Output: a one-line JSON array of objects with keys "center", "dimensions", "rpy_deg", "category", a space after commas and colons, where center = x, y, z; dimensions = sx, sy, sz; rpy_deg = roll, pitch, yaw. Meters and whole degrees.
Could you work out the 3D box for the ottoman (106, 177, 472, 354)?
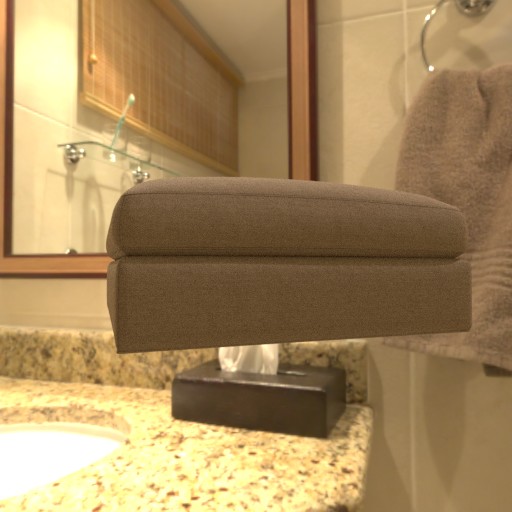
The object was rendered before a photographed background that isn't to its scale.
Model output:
[{"center": [0.000, 0.000, 1.637], "dimensions": [1.041, 0.470, 1.041], "rpy_deg": [0, -1, -20], "category": "ottoman"}]
